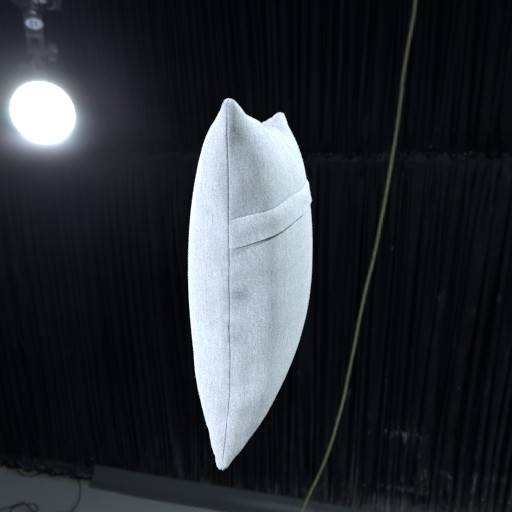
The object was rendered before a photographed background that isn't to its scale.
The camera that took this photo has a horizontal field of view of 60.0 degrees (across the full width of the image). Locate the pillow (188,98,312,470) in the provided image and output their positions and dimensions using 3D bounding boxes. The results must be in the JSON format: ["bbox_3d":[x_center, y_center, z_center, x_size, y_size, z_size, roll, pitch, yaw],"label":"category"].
[{"bbox_3d":[0.000,0.000,0.687,0.173,0.436,0.433,3,16,9],"label":"pillow"}]
